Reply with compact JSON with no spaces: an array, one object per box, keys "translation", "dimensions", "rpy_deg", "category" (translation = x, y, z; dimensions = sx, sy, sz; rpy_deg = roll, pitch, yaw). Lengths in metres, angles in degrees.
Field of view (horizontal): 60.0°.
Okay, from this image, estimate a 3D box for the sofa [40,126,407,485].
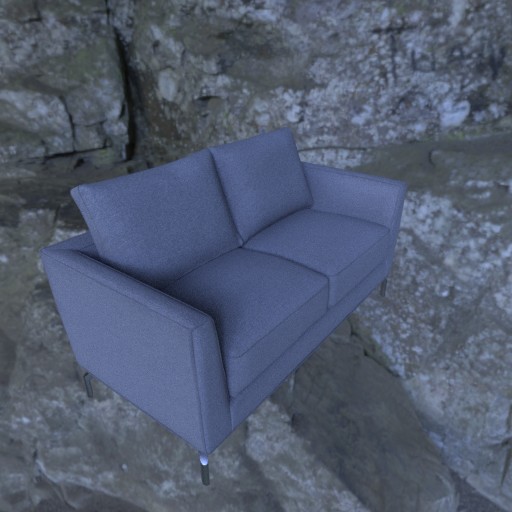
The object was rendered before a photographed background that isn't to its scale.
[{"translation":[0.000,0.000,2.061],"dimensions":[0.803,0.924,1.594],"rpy_deg":[19,33,33],"category":"sofa"}]
